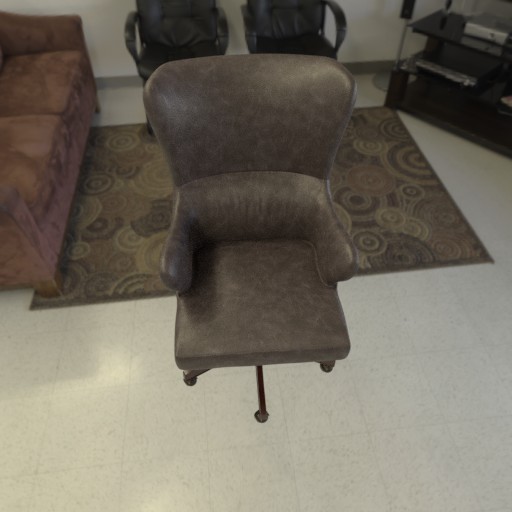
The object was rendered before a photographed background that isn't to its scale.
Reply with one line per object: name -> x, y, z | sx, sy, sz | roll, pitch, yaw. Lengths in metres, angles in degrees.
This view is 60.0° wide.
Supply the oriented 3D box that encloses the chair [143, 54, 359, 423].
chair -> 0.000, 0.000, 1.453 | 0.594, 1.037, 0.717 | -3, 48, -3
